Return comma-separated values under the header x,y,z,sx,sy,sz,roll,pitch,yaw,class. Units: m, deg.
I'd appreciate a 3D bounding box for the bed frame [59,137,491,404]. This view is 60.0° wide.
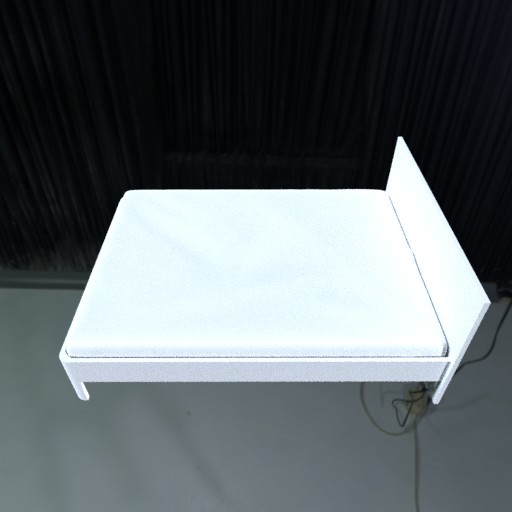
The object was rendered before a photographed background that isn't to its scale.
x,y,z,sx,sy,sz,roll,pitch,yaw,class
0.000,0.000,2.665,1.950,0.800,1.490,0,42,0,bed frame
